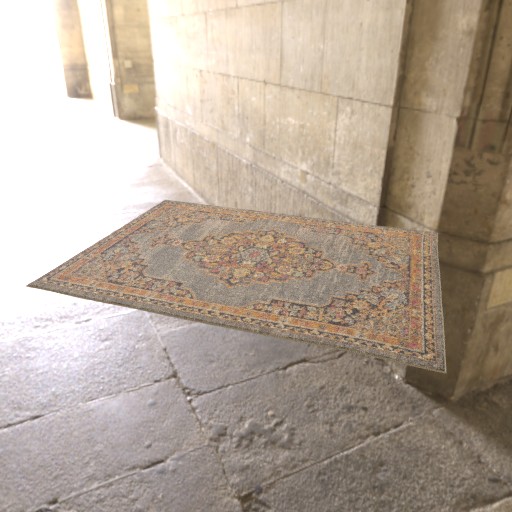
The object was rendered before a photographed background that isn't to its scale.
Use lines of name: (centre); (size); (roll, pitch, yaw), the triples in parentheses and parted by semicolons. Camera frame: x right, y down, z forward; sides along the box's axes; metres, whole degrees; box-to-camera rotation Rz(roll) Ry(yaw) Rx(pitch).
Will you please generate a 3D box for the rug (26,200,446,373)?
rug: (0.000, 0.000, 3.912); (3.063, 0.024, 2.158); (9, 28, 17)
